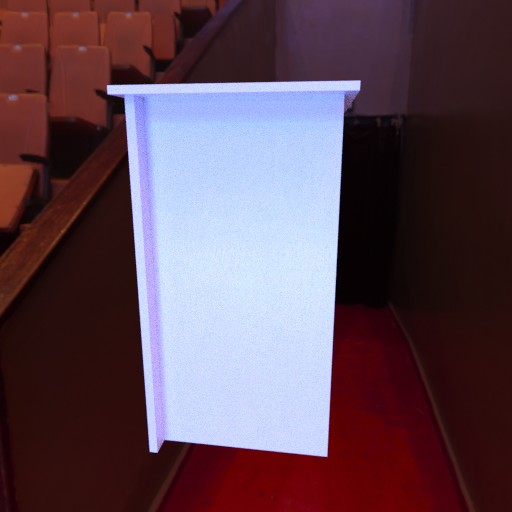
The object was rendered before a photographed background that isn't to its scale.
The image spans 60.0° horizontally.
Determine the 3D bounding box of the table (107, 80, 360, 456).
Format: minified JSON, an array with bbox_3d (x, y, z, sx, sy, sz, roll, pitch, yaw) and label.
[{"bbox_3d":[0.000,0.000,1.063,0.406,0.711,0.589,2,15,8],"label":"table"}]
